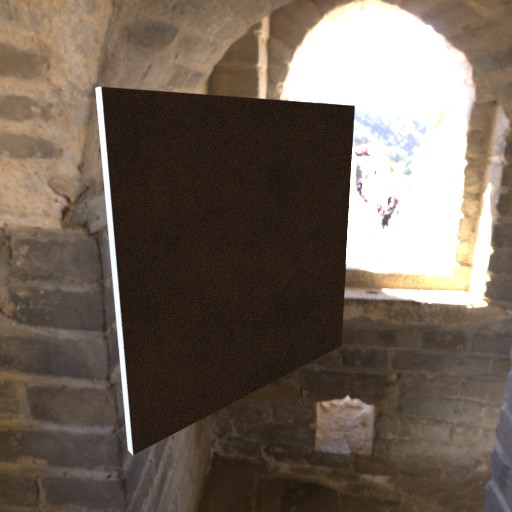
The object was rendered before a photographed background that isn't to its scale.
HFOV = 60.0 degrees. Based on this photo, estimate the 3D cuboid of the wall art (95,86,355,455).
[{"bbox_3d":[0.000,0.000,0.985,0.664,0.661,0.020,-14,21,-41],"label":"wall art"}]
